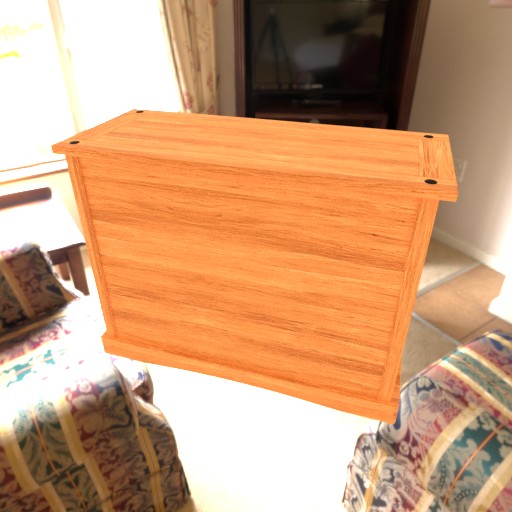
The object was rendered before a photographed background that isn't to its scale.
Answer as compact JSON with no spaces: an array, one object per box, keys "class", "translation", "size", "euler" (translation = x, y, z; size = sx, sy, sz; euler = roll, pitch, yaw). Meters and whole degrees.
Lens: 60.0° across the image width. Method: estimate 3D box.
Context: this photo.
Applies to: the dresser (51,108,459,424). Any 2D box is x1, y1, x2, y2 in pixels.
[{"class":"dresser","translation":[0.000,0.000,1.383],"size":[0.990,0.740,0.410],"euler":[9,33,15]}]
